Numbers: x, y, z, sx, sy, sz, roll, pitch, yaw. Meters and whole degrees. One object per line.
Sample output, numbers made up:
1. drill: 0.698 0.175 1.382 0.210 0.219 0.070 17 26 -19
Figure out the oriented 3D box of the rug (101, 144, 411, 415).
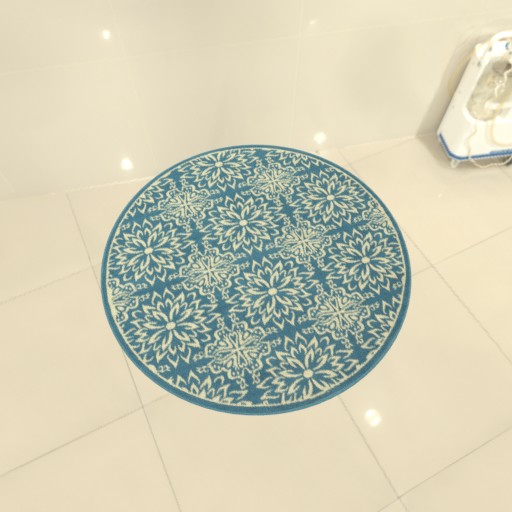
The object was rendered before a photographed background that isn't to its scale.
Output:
1. rug: 0.000 0.000 2.307 1.593 0.012 1.593 0 59 0
